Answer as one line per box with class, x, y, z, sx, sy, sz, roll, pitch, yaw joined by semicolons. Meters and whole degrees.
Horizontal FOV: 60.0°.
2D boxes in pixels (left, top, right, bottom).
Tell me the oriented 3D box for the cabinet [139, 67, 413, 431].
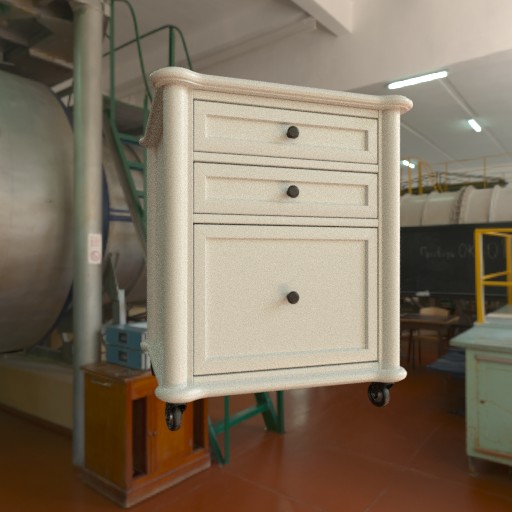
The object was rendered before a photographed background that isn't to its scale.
cabinet;0.000;0.000;1.261;0.628;0.761;0.627;0;0;-17
